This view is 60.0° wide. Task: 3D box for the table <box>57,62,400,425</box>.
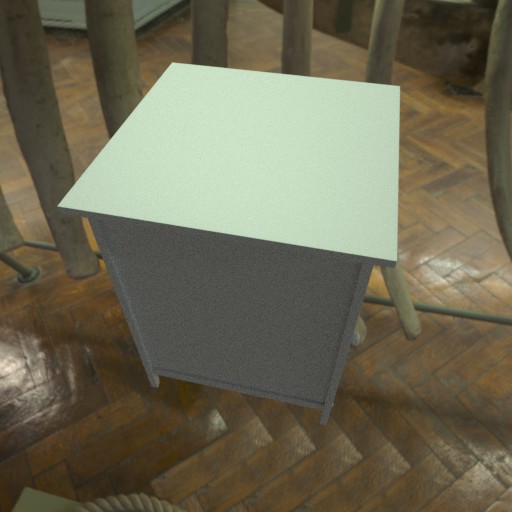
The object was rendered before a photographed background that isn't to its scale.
[{"bbox_3d":[0.000,0.000,0.781,0.381,0.483,0.381,10,48,9],"label":"table"}]
